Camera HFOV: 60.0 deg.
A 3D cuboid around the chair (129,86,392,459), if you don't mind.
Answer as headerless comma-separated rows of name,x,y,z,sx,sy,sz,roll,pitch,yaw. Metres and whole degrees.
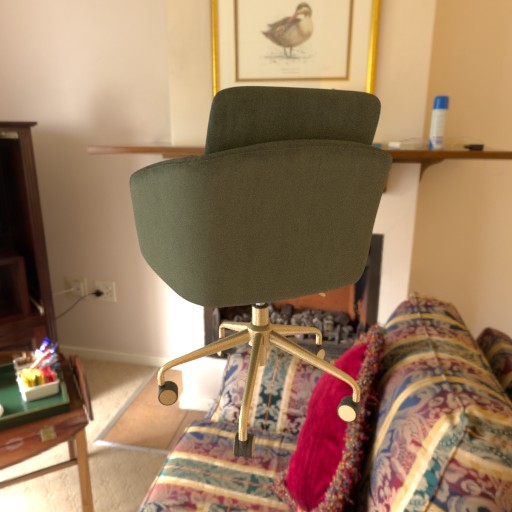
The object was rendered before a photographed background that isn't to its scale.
chair,0.000,0.000,1.341,0.641,0.908,0.635,-8,17,-26
